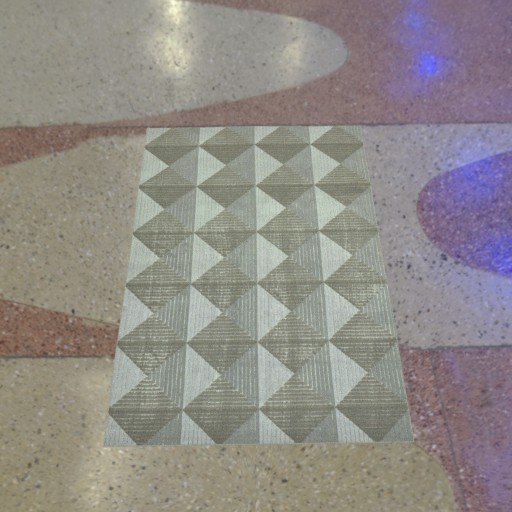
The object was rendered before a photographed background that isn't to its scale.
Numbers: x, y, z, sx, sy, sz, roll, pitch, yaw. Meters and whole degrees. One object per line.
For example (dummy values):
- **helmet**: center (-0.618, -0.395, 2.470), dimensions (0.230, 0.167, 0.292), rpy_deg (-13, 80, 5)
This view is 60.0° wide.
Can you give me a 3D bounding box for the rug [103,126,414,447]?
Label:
- **rug**: center (0.000, 0.000, 4.237), dimensions (2.428, 0.027, 3.333), rpy_deg (-1, 62, 0)
